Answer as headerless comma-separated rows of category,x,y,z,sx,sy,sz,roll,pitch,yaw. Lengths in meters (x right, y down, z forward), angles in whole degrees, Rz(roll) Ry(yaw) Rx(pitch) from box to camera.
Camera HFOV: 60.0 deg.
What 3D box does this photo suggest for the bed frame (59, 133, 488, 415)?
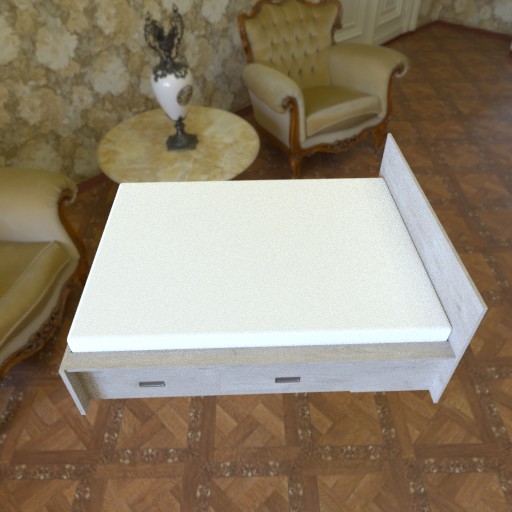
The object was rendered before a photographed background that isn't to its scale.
bed frame,0.000,0.000,2.770,1.960,0.800,1.622,-1,42,-2
